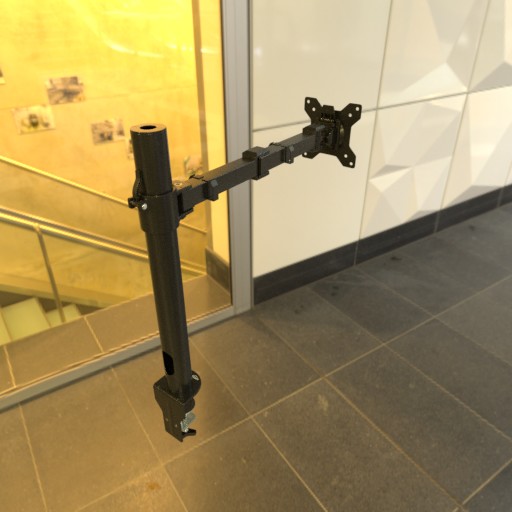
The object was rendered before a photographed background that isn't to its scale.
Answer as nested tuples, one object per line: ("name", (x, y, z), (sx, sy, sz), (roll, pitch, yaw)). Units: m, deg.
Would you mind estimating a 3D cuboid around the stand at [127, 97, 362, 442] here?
("stand", (0.000, 0.000, 0.744), (0.115, 0.510, 0.456), (21, 37, 31))
